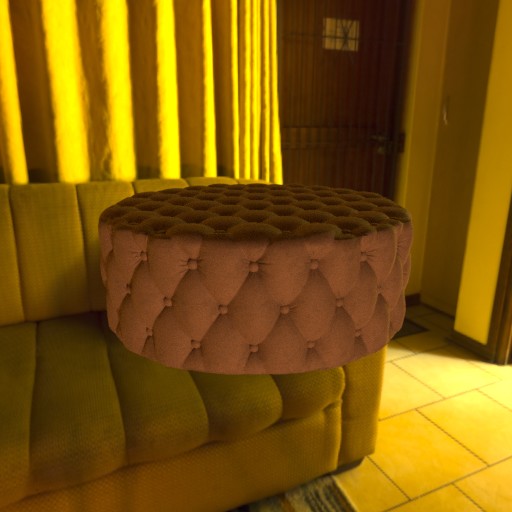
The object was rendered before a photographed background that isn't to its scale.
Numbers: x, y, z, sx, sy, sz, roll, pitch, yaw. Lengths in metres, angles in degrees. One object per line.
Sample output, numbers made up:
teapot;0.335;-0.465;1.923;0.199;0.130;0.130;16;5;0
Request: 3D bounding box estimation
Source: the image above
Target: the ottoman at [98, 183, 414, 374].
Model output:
ottoman;0.000;0.000;1.499;0.998;0.399;0.998;0;16;0
